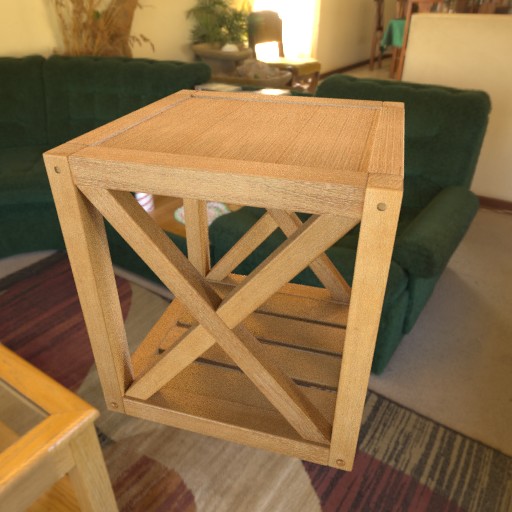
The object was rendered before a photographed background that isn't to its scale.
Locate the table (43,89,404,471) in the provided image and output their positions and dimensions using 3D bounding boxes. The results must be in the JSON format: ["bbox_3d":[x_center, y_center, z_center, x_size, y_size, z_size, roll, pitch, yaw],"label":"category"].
[{"bbox_3d":[0.000,0.000,1.025,0.559,0.610,0.558,9,32,14],"label":"table"}]
